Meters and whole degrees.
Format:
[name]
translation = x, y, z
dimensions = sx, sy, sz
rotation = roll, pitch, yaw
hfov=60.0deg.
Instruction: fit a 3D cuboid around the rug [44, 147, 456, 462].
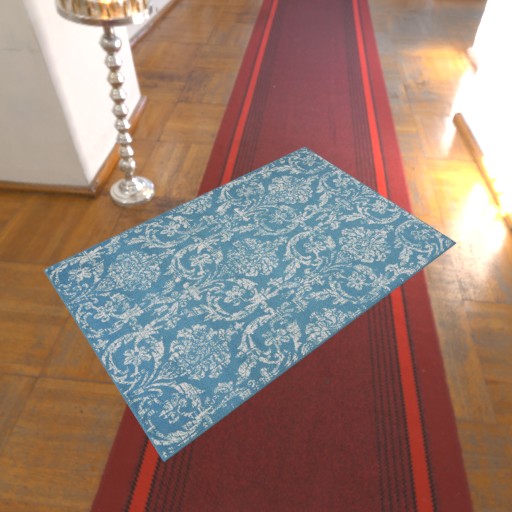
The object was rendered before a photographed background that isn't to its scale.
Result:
[rug]
translation = 0.000, 0.000, 3.518
dimensions = 2.746, 0.018, 1.816
rotation = -30, 53, -26
